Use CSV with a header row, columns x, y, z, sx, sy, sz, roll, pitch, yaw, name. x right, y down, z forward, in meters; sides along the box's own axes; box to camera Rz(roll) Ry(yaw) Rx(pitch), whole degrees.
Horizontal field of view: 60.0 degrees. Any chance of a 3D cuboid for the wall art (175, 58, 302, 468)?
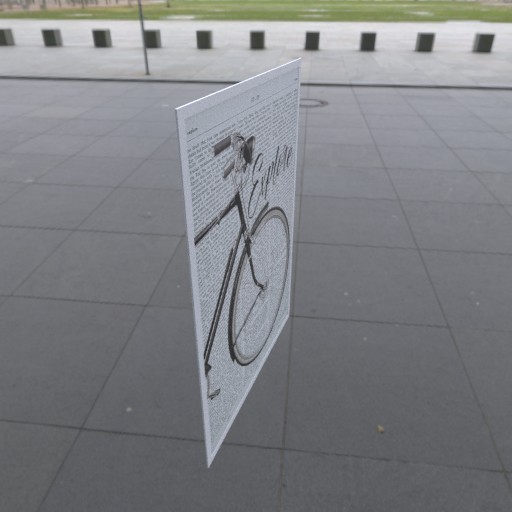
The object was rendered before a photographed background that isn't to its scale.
x,y,z,sx,sy,sz,roll,pitch,yaw,name
0.000,0.000,0.802,0.003,0.610,0.457,11,33,18,wall art
